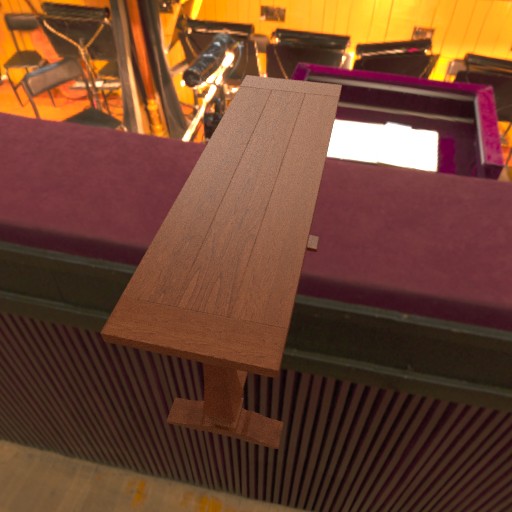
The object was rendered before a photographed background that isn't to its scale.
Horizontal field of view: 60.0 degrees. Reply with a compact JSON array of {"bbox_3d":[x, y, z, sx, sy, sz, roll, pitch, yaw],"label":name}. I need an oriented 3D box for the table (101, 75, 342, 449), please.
[{"bbox_3d":[0.000,0.000,1.861,0.461,0.852,1.478,10,47,9],"label":"table"}]
